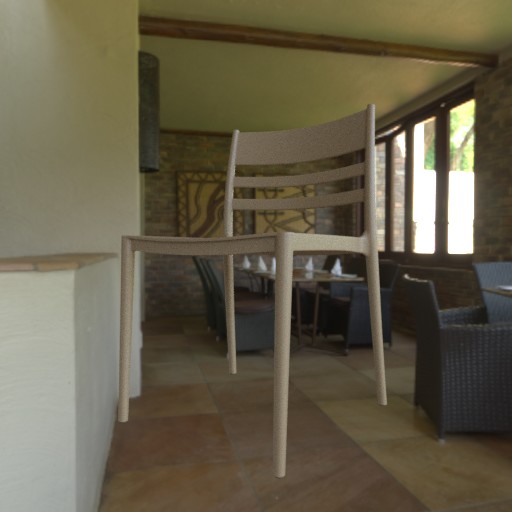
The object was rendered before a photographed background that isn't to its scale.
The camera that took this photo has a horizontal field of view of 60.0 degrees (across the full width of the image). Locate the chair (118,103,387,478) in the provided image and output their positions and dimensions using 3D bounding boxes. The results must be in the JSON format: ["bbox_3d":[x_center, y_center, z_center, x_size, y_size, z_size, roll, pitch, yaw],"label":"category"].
[{"bbox_3d":[0.000,0.000,1.139,0.531,0.800,0.511,1,1,35],"label":"chair"}]
